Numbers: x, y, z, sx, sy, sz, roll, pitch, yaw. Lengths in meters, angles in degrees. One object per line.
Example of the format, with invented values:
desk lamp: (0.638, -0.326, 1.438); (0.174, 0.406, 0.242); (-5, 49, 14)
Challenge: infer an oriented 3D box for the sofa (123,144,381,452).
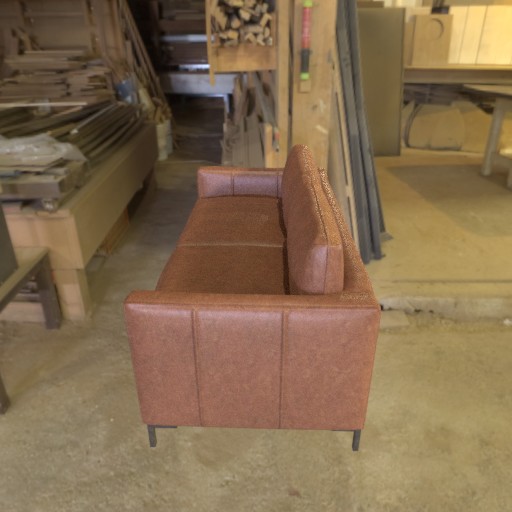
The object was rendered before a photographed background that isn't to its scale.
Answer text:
sofa: (0.000, 0.000, 2.338); (0.899, 0.883, 1.797); (1, 26, 1)
